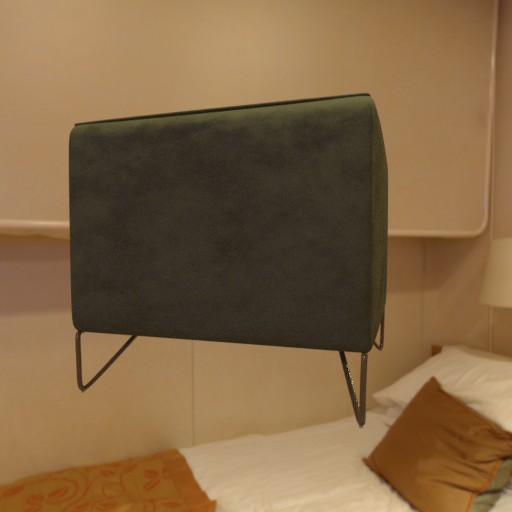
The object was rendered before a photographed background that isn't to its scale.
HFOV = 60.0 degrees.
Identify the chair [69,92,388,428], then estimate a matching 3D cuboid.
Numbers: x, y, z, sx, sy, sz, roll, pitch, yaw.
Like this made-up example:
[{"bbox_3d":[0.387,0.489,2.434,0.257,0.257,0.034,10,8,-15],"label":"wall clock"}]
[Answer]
[{"bbox_3d":[0.000,0.000,1.565,0.880,0.790,0.894,1,2,18],"label":"chair"}]
